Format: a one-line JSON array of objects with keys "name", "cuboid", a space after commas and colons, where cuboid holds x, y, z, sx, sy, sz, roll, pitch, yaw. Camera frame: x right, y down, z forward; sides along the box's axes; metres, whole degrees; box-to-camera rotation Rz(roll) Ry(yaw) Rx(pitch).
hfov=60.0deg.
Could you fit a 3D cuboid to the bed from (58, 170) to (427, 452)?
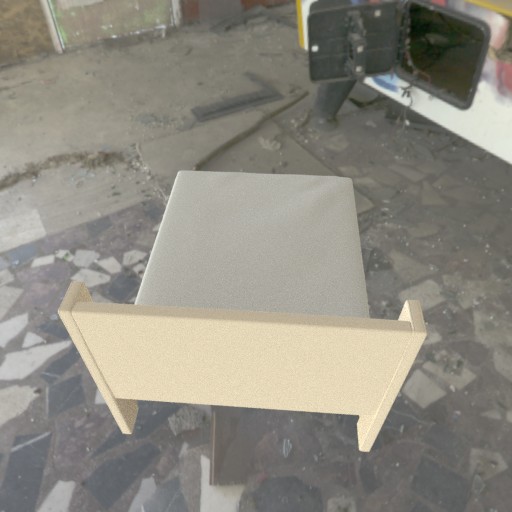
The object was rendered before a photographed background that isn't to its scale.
[{"name": "bed", "cuboid": [0.000, 0.000, 3.402, 1.765, 1.471, 2.280, 3, 46, 3]}]
